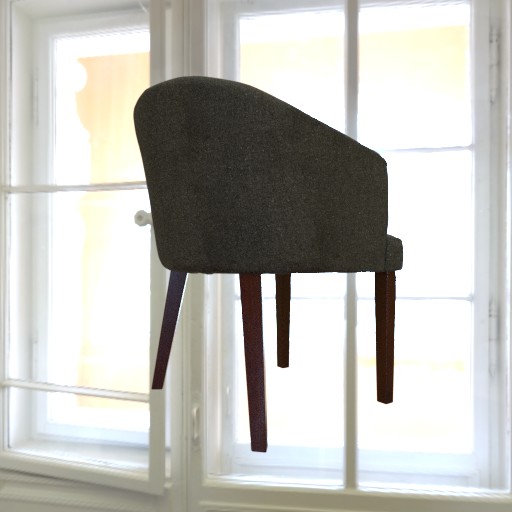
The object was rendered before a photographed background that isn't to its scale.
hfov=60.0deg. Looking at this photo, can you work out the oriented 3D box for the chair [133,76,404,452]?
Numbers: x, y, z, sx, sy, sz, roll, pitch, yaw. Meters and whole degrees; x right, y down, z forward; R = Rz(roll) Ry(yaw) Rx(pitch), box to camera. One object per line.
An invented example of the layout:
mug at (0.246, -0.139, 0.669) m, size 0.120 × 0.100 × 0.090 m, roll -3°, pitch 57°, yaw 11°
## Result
chair at (0.000, 0.000, 1.245) m, size 0.655 × 0.811 × 0.583 m, roll -1°, pitch 1°, yaw -36°
